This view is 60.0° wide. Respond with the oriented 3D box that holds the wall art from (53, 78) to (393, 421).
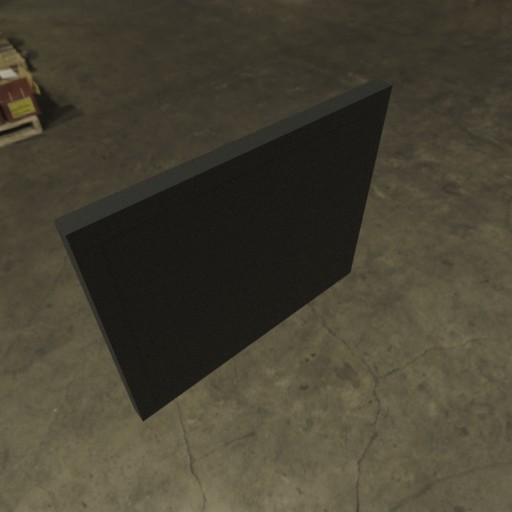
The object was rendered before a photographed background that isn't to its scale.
[{"bbox_3d":[0.000,0.000,0.556,0.404,0.329,0.024,-31,53,-27],"label":"wall art"}]
